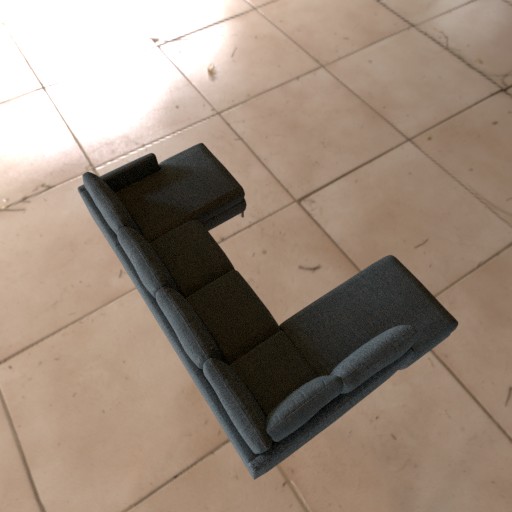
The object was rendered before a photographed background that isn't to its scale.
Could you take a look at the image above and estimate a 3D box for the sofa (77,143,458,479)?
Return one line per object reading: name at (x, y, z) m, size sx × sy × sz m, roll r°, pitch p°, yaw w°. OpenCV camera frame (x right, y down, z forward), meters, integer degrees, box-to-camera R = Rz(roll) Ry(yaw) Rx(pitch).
sofa at (0.000, 0.000, 3.634) m, size 1.879 × 0.753 × 2.737 m, roll -30°, pitch 63°, yaw -17°
